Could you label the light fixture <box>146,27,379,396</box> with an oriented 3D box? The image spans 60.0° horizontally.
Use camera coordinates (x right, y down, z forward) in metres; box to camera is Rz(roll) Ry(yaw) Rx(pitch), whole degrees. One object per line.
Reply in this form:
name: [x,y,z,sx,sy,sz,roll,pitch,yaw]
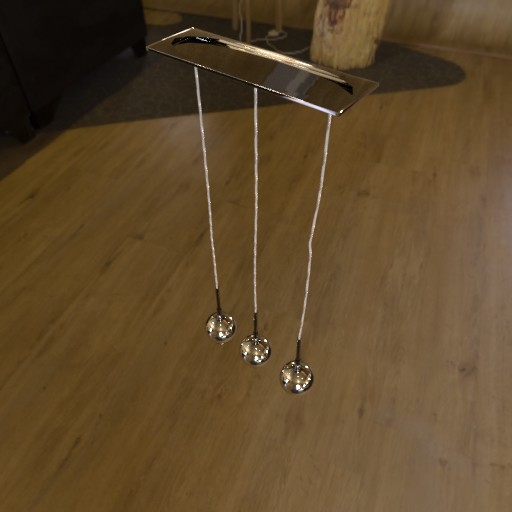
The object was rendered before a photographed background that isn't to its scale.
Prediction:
light fixture: [0.000,0.000,1.640,0.623,1.408,0.188,29,52,25]
